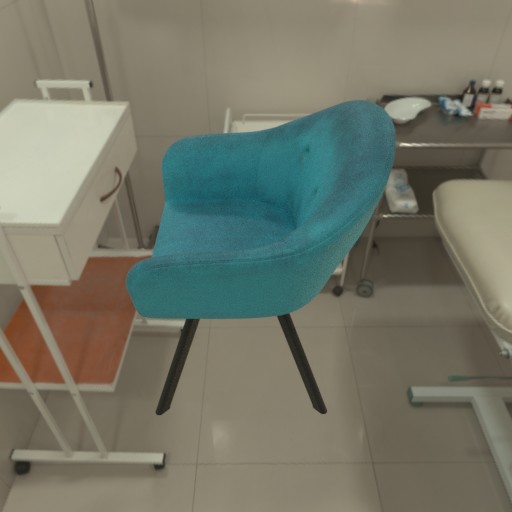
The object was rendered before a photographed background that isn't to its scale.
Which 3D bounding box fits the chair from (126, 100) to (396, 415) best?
[{"bbox_3d":[0.000,0.000,1.164,0.570,0.780,0.540,0,41,0],"label":"chair"}]
